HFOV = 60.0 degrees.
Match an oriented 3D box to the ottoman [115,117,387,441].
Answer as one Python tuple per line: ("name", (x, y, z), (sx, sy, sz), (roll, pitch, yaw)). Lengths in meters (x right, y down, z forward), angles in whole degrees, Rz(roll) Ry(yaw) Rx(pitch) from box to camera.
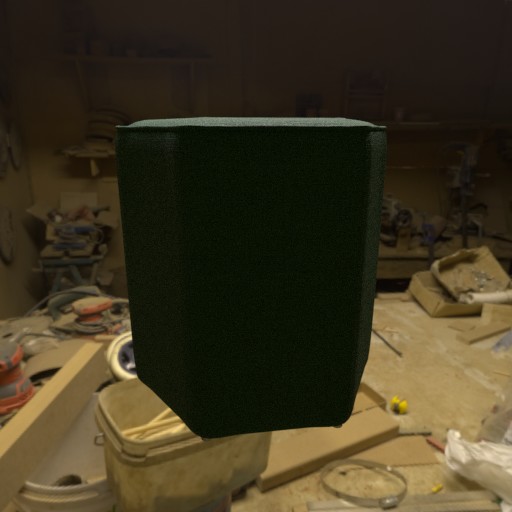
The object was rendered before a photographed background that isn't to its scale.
("ottoman", (0.000, 0.000, 0.865), (0.499, 0.507, 0.444), (-2, 16, -8))
